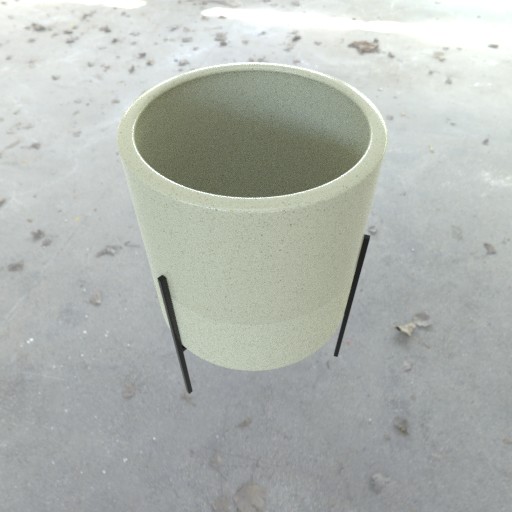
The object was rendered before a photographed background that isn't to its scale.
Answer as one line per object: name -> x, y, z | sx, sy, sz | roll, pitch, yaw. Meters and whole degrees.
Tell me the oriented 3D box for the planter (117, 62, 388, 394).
planter -> 0.000, 0.000, 0.696 | 0.323, 0.475, 0.314 | 11, 49, 10
